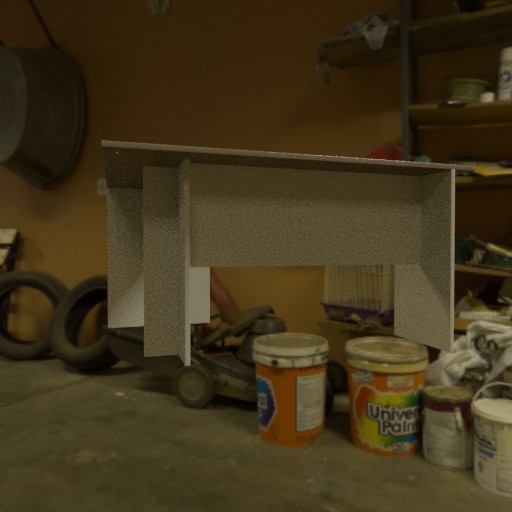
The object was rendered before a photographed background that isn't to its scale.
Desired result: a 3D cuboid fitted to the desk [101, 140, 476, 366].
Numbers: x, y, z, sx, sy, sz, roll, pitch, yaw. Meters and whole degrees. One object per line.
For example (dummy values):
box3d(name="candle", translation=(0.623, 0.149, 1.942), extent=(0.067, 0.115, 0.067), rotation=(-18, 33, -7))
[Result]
box3d(name="desk", translation=(0.000, 0.000, 2.129), extent=(1.361, 0.716, 1.303), rotation=(0, 1, -18))
